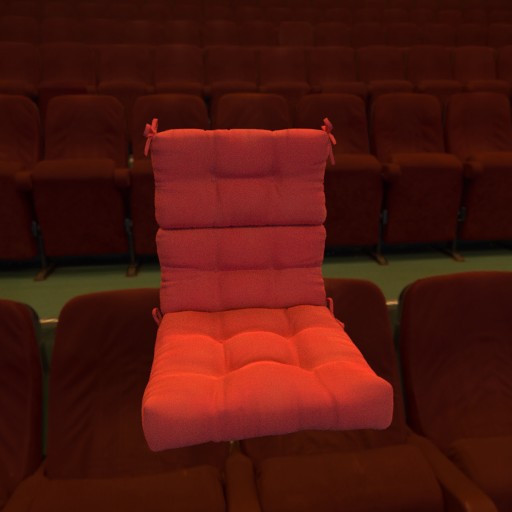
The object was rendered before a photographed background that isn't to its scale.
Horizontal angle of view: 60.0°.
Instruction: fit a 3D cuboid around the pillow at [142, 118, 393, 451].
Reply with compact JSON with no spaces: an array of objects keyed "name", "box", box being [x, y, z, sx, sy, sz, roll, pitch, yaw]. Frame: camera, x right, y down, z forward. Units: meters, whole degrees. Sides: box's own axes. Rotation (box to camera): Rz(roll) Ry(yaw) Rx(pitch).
[{"name":"pillow","box":[0.000,0.000,1.010,0.519,0.605,0.571,-2,17,-7]}]
